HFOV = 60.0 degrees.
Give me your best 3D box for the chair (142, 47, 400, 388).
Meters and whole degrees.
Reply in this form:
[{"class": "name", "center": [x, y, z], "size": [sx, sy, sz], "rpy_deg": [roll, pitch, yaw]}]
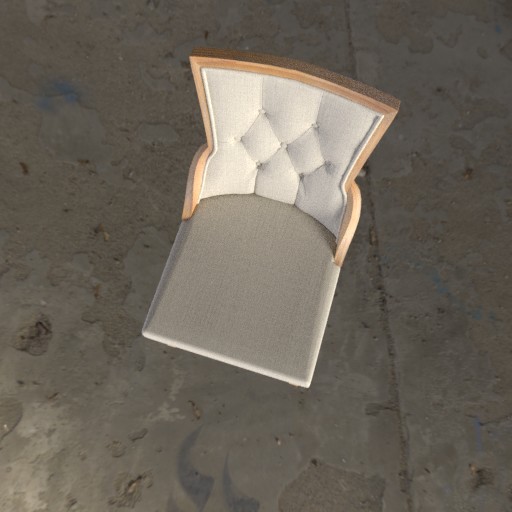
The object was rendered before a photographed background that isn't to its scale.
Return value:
[{"class": "chair", "center": [0.000, 0.000, 1.321], "size": [0.524, 0.947, 0.641], "rpy_deg": [16, 76, 4]}]
